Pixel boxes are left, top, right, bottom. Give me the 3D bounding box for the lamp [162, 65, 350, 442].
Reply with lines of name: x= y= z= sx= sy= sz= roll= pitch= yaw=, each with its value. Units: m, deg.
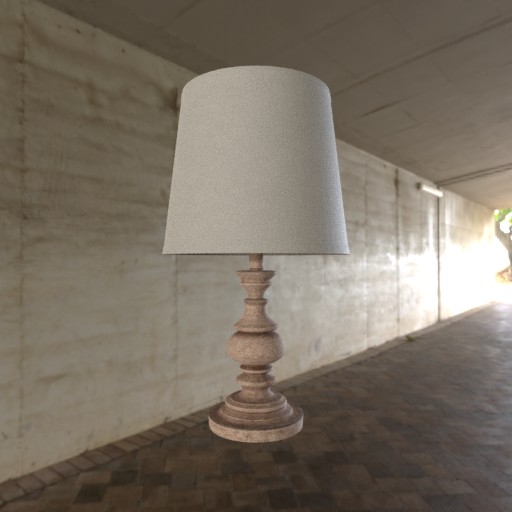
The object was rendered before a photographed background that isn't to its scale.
lamp: x=0.000 y=0.000 z=0.659 sx=0.273 sy=0.497 sz=0.273 roll=0 pitch=-1 yaw=0
